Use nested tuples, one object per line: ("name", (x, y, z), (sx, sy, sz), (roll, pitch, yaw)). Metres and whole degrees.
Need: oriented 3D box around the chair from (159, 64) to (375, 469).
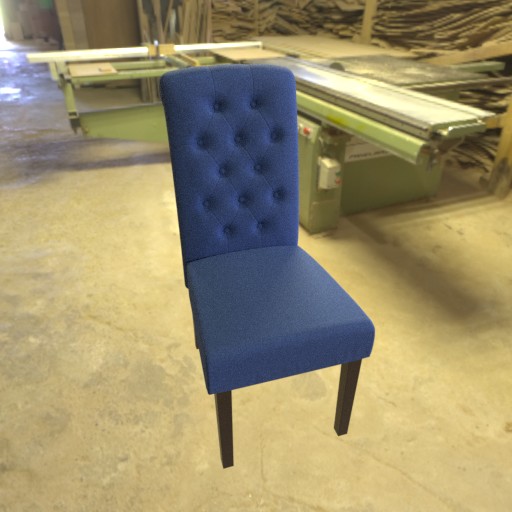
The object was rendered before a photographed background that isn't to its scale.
("chair", (0.000, 0.000, 1.345), (0.456, 1.006, 0.671), (-9, 32, -15))
